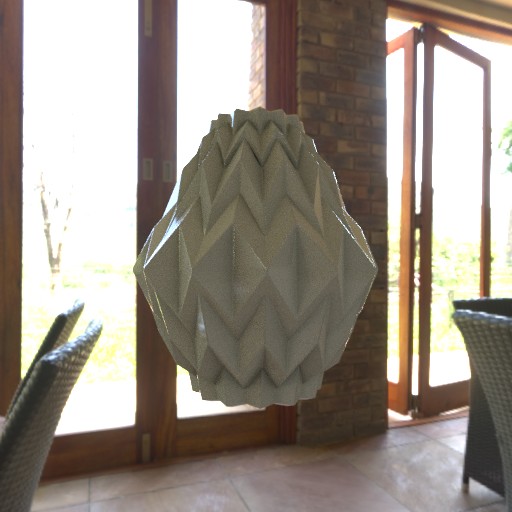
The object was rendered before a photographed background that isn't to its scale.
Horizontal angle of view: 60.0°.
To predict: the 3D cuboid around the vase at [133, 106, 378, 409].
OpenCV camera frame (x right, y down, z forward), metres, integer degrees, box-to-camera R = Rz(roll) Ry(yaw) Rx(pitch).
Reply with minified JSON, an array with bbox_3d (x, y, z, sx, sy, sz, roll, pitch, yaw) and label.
[{"bbox_3d":[0.000,0.000,0.306,0.164,0.185,0.164,0,-1,0],"label":"vase"}]
